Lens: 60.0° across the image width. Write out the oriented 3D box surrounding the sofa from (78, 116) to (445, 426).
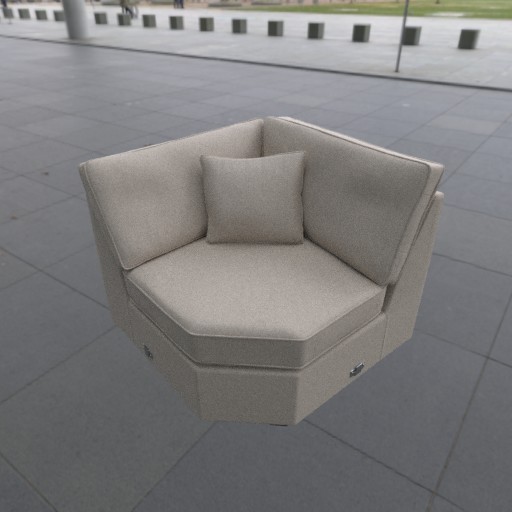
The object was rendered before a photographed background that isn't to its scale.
[{"bbox_3d":[0.000,0.000,1.888,1.050,0.937,1.042,-23,38,-33],"label":"sofa"}]
